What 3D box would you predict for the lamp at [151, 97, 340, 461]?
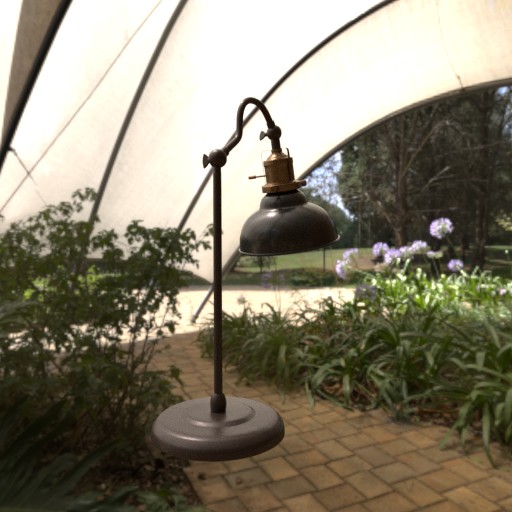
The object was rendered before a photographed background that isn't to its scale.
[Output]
[{"bbox_3d":[0.000,0.000,0.716,0.192,0.508,0.374,0,0,37],"label":"lamp"}]
